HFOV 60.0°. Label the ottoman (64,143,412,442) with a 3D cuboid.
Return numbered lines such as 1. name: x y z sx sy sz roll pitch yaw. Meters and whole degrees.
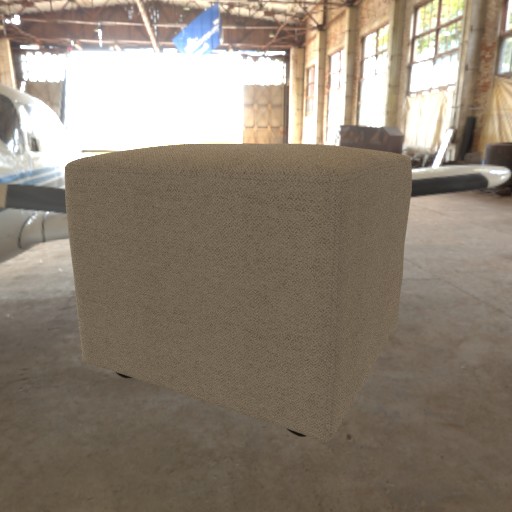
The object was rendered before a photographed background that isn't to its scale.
1. ottoman: 0.000 0.000 0.918 0.521 0.453 0.512 8 17 27
